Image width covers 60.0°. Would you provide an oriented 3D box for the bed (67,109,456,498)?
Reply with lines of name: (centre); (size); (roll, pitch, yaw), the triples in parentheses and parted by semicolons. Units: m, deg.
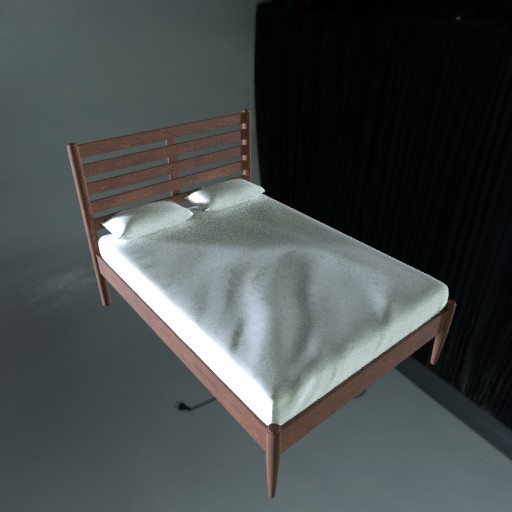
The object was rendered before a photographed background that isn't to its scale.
bed: (0.000, 0.000, 2.942); (1.509, 1.304, 2.093); (-23, 38, -33)
